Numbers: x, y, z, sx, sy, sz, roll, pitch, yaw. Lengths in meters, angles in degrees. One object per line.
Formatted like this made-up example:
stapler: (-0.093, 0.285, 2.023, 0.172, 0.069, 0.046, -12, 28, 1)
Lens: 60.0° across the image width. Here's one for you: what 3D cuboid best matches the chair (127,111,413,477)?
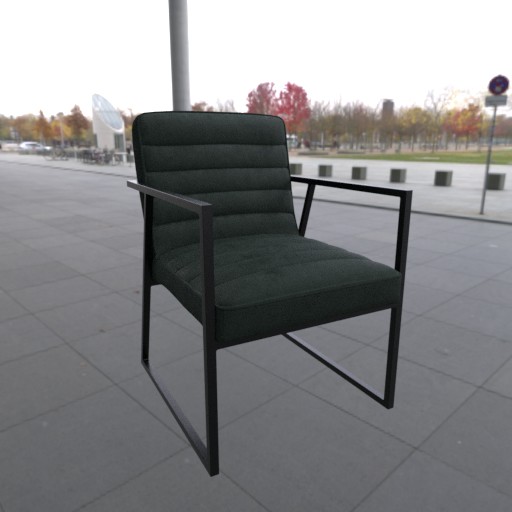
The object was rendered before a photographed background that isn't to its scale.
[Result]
chair: (0.000, 0.000, 1.296, 0.571, 0.833, 0.677, -8, 16, -27)
